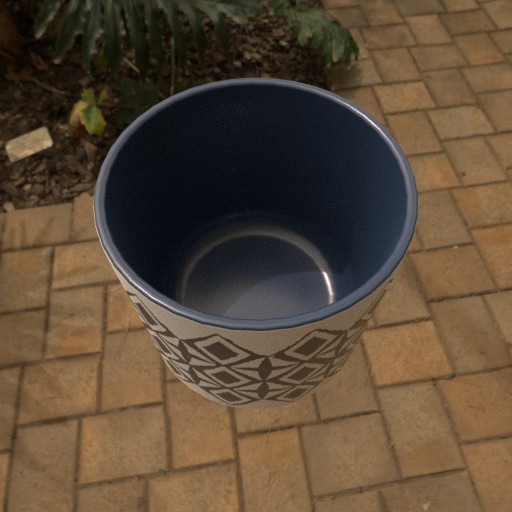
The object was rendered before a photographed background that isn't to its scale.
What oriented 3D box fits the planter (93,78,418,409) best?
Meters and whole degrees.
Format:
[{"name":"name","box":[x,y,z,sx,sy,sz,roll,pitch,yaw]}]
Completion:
[{"name":"planter","box":[0.000,0.000,0.394,0.224,0.203,0.224,0,59,0]}]
